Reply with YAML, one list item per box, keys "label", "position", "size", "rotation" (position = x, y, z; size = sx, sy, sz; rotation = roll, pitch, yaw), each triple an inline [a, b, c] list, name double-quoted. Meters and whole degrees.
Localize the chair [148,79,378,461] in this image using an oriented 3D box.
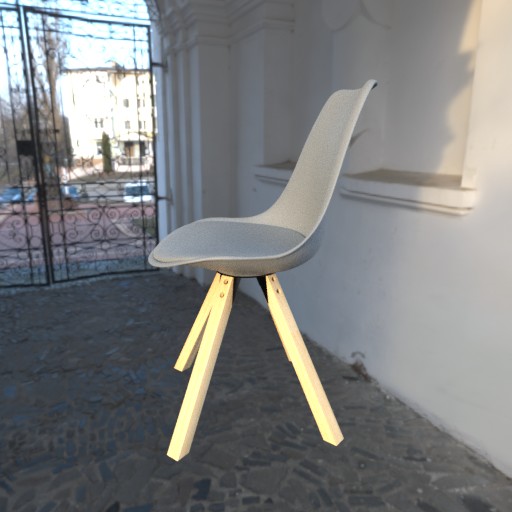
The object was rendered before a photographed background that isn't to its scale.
- label: "chair"
  position: [0.000, 0.000, 1.163]
  size: [0.549, 0.850, 0.485]
  rotation: [-2, 15, -8]
